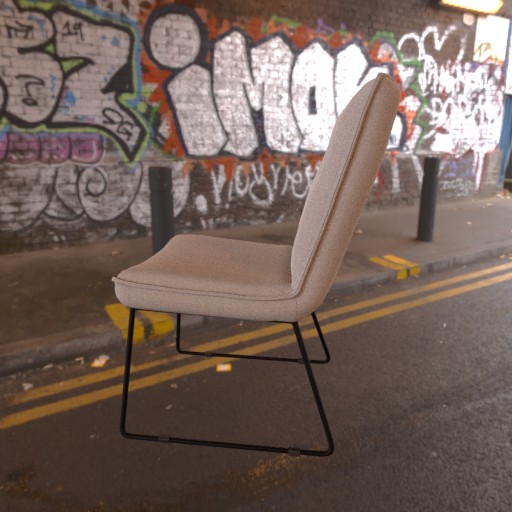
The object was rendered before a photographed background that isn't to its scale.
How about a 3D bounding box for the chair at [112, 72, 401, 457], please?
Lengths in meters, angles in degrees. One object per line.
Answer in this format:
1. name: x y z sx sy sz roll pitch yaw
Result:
1. chair: 0.000 0.000 1.292 0.688 0.930 0.515 2 15 8
